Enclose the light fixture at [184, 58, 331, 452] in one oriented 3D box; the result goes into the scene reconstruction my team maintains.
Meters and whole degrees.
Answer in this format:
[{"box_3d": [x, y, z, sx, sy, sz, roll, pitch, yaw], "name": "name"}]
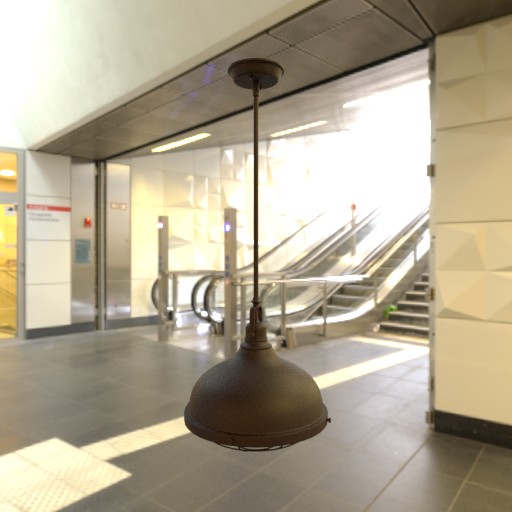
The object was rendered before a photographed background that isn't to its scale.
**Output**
[{"box_3d": [0.000, 0.000, 1.015, 0.341, 0.849, 0.341, 0, 0, 18], "name": "light fixture"}]
